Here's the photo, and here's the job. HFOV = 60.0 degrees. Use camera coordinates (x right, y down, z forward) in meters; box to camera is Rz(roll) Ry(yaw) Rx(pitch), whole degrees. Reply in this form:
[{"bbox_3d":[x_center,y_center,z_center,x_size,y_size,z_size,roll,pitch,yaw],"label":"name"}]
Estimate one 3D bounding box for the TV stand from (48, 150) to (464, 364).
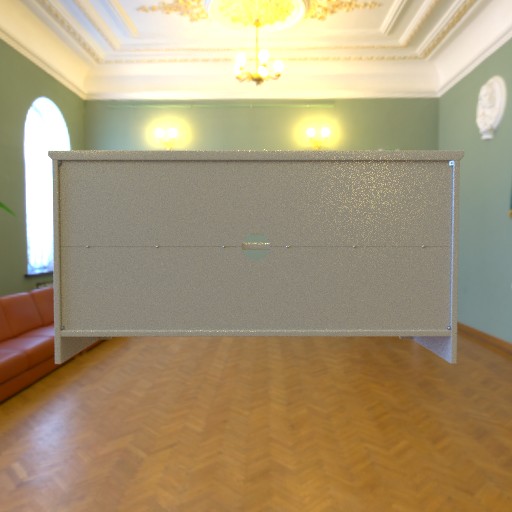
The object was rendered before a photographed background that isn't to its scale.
[{"bbox_3d":[0.000,0.000,1.422,1.167,0.603,0.344,0,2,0],"label":"TV stand"}]
